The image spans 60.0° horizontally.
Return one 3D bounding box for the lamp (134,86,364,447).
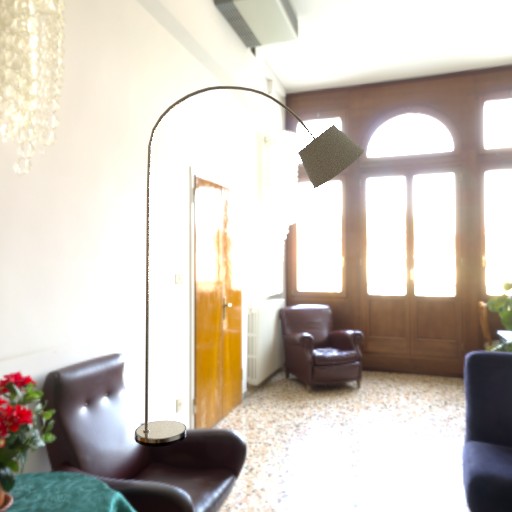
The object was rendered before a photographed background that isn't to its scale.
[{"bbox_3d":[0.000,0.000,2.754,1.445,2.098,0.406,0,-1,-17],"label":"lamp"}]
